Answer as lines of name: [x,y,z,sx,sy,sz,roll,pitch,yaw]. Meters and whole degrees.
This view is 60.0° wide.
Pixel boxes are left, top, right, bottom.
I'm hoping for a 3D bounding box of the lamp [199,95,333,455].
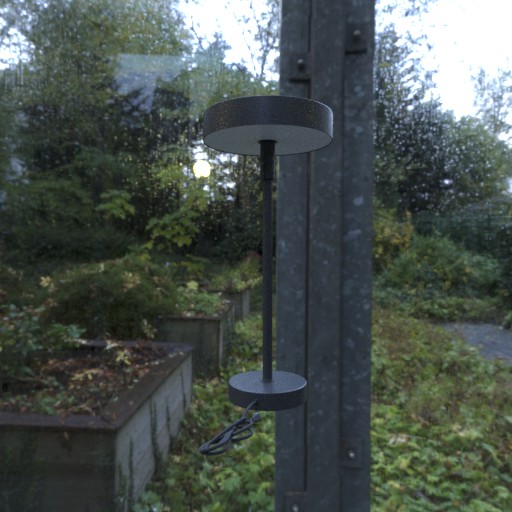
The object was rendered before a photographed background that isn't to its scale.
lamp: [0.000,0.000,0.724,0.229,0.508,0.369,0,1,17]
